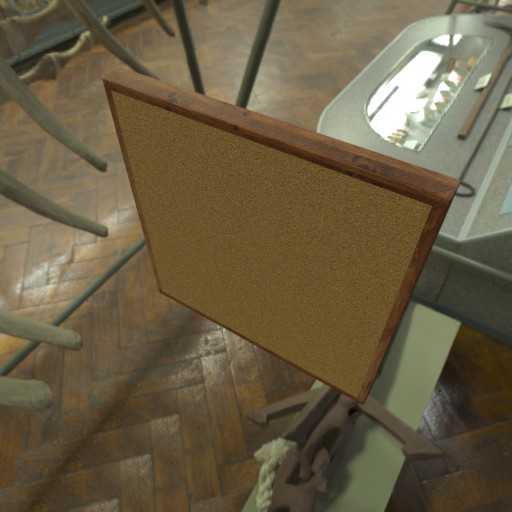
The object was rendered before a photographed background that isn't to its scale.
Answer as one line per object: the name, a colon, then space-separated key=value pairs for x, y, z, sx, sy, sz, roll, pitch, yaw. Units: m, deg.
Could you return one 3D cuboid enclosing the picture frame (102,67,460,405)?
picture frame: x=0.000 y=0.000 z=0.524 sx=0.352 sy=0.356 sz=0.028 roll=25 pitch=53 yaw=21
